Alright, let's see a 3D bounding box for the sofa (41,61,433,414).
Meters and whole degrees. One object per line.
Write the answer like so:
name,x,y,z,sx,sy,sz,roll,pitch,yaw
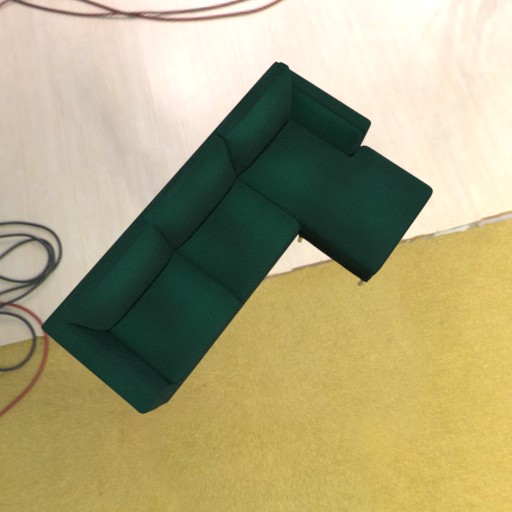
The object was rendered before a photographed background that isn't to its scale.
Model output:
sofa,0.000,0.000,3.082,1.489,1.007,2.441,36,77,9
